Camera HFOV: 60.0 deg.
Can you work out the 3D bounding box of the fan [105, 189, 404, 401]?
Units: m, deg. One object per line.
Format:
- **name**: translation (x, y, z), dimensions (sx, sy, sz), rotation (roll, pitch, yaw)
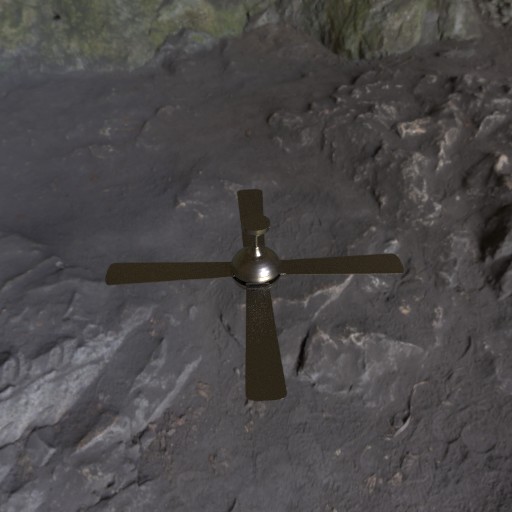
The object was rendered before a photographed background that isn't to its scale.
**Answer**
- **fan**: translation (0.000, 0.000, 2.024), dimensions (1.321, 0.381, 1.321), rotation (12, 42, 13)
